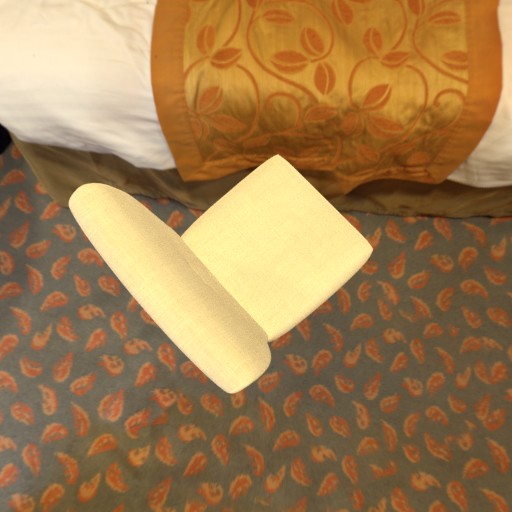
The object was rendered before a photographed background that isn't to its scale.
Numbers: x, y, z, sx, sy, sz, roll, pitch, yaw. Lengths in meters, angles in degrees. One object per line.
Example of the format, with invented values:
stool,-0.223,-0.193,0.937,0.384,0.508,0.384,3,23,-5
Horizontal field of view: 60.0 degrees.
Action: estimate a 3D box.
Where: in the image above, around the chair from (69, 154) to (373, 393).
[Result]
chair,0.000,0.000,1.303,0.597,0.921,0.509,-41,79,-10
